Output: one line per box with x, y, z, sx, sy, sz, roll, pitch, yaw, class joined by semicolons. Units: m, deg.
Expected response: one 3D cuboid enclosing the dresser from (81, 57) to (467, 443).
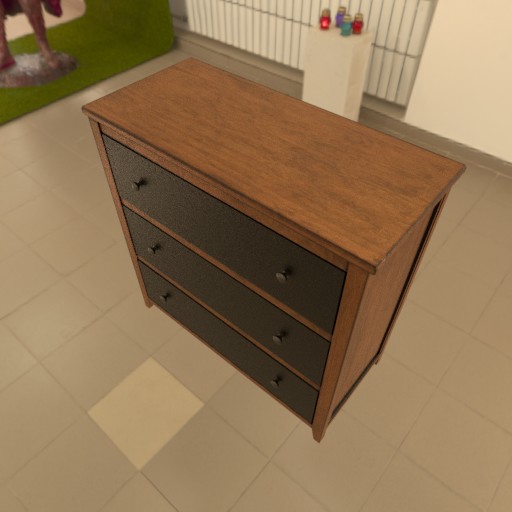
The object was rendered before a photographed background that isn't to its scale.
0.000;0.000;1.967;1.250;1.224;0.591;32;55;26;dresser
